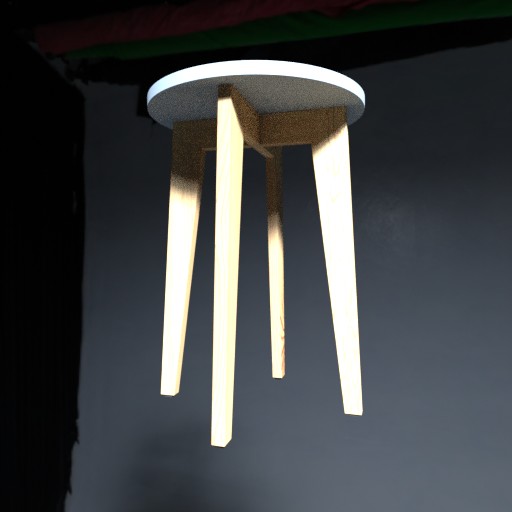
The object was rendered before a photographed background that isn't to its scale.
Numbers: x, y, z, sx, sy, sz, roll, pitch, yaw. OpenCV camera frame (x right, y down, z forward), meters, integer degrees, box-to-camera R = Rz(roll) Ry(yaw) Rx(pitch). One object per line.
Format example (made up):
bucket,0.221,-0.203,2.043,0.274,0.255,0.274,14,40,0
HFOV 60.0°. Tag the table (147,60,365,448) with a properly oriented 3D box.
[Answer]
table,0.000,0.000,0.739,0.350,0.500,0.350,0,1,0
